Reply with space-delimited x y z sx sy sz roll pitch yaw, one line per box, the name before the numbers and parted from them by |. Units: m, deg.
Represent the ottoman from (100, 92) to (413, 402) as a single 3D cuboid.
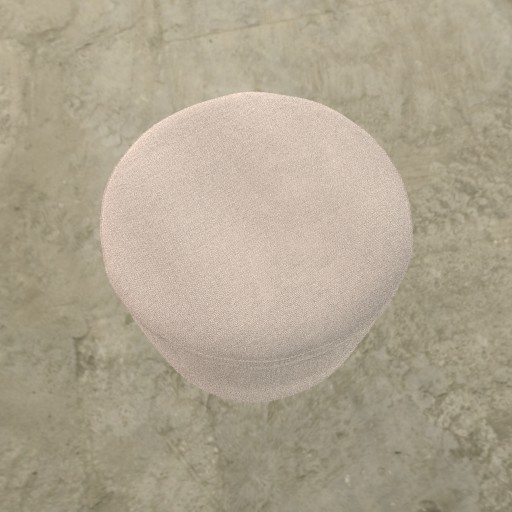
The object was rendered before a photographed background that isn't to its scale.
ottoman | 0.000 0.000 0.850 0.497 0.409 0.497 0 63 0
